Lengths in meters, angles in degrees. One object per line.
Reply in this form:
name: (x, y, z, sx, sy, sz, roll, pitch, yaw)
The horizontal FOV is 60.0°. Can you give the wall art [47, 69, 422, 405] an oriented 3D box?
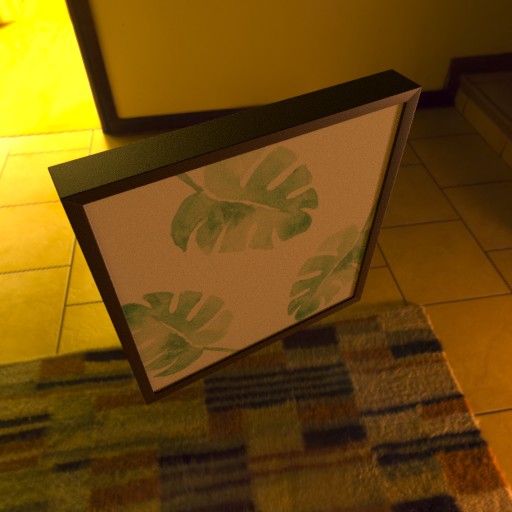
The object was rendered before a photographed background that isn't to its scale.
wall art: (0.000, 0.000, 0.452, 0.304, 0.304, 0.038, -22, 51, -19)
